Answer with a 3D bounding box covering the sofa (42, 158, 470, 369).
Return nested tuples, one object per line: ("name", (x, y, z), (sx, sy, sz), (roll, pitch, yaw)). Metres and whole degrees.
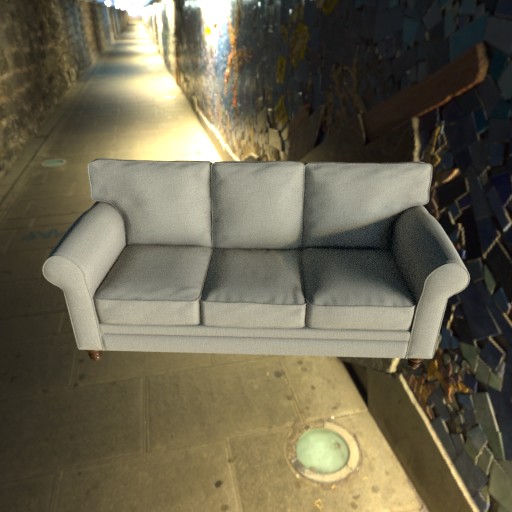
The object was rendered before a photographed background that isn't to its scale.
("sofa", (0.000, 0.000, 2.571), (2.084, 0.961, 0.916), (1, 29, 2))
